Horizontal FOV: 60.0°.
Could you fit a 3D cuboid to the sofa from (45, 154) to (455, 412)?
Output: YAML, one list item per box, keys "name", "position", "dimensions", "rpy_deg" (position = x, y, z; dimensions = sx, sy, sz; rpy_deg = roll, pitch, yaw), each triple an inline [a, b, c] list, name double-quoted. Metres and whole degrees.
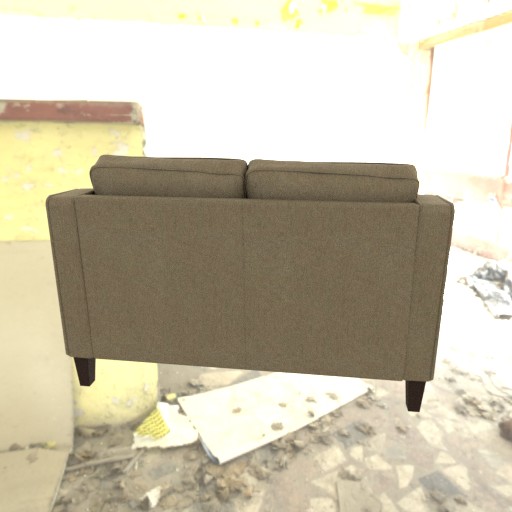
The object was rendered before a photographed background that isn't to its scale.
- name: "sofa"
  position: [0.000, 0.000, 2.152]
  dimensions: [1.503, 0.981, 0.985]
  rpy_deg: [2, 16, 7]
